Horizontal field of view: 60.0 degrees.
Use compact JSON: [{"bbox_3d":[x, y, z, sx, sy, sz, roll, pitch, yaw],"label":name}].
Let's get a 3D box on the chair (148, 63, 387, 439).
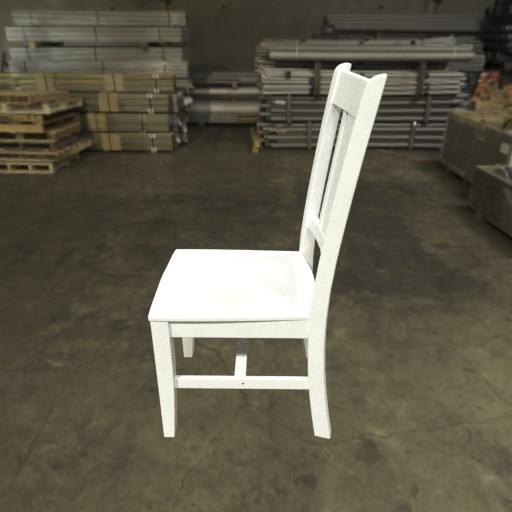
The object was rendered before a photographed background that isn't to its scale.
[{"bbox_3d":[0.000,0.000,1.272,0.555,0.998,0.450,0,26,1],"label":"chair"}]
